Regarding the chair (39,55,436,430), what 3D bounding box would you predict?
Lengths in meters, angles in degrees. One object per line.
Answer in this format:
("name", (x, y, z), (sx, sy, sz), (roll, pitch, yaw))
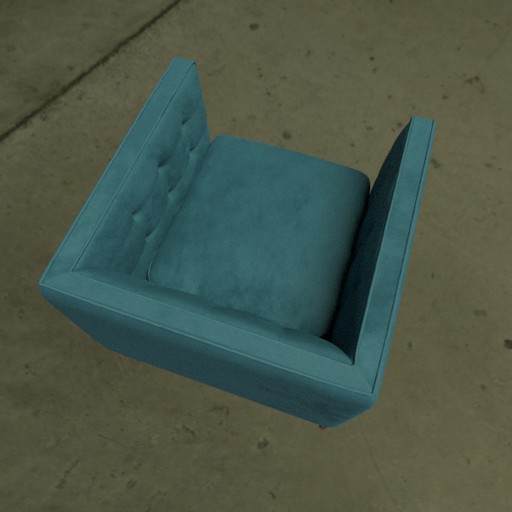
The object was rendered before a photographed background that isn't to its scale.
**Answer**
("chair", (0.000, 0.000, 1.546), (0.880, 0.790, 0.894), (17, 65, 8))
